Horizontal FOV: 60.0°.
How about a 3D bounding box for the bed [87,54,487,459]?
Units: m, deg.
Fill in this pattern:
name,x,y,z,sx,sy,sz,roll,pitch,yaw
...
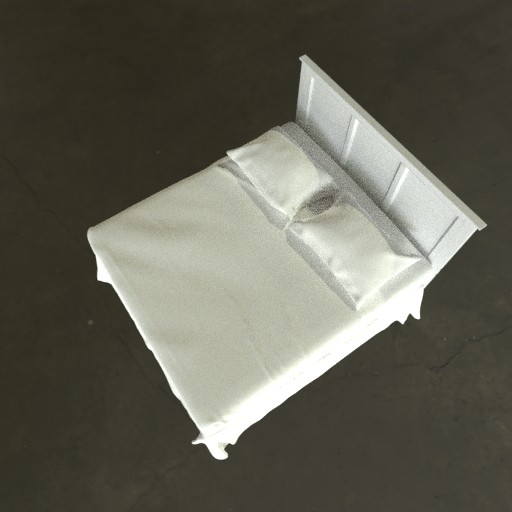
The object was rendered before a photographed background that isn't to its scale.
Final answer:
name,x,y,z,sx,sy,sz,roll,pitch,yaw
bed,0.000,0.000,3.065,2.047,1.269,1.876,-32,68,-15
